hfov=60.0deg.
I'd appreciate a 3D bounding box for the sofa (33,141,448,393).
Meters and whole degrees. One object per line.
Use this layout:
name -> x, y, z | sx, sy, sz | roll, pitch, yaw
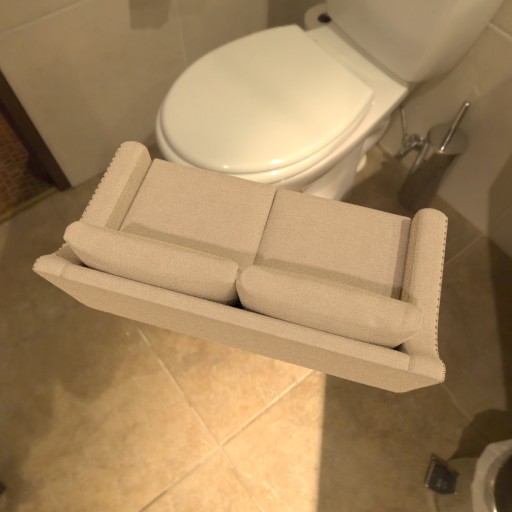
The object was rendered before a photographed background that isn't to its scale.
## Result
sofa -> 0.000, 0.000, 2.689 | 2.107, 0.983, 1.104 | 14, 64, 7
